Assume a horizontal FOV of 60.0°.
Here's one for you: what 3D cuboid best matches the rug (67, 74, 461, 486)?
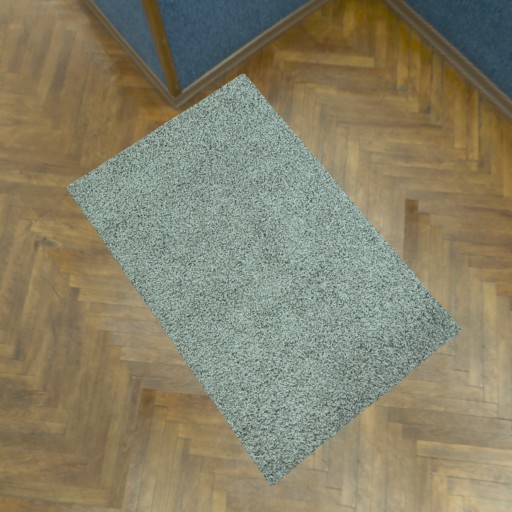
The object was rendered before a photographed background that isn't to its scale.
[{"bbox_3d":[0.000,0.000,3.431,1.778,0.030,2.743,-36,78,-8],"label":"rug"}]
